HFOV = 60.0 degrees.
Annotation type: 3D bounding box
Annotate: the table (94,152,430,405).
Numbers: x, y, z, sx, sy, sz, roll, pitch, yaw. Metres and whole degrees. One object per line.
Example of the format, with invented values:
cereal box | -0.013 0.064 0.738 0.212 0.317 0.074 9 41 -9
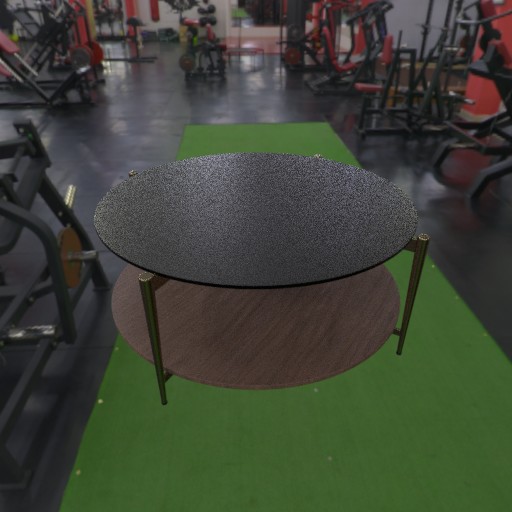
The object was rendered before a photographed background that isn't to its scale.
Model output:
table | 0.000 0.000 1.446 0.938 0.400 0.938 0 30 -1
